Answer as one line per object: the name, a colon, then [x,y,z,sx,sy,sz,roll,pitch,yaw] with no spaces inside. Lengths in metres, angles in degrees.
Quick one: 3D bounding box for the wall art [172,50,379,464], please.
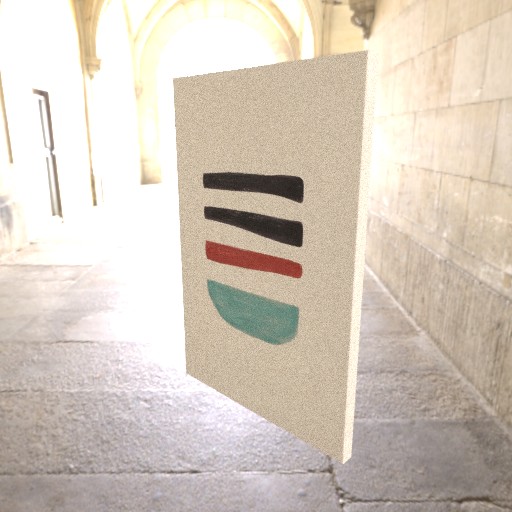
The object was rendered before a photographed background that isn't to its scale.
wall art: [0.000,0.000,1.152,0.607,0.912,0.038,14,21,42]
